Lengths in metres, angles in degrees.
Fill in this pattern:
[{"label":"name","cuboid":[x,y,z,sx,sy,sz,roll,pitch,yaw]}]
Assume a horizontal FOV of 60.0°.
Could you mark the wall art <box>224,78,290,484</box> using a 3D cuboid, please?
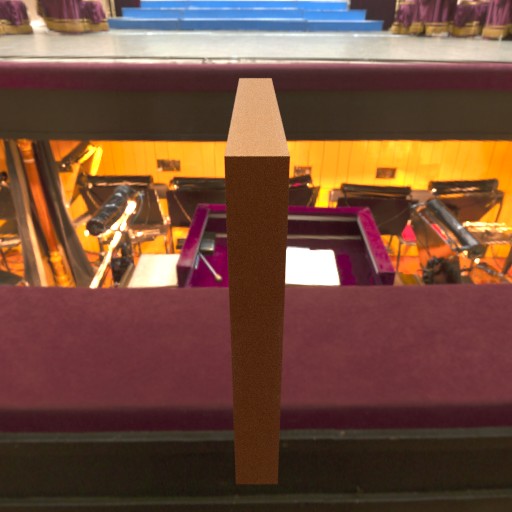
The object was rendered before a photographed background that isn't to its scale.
[{"label":"wall art","cuboid":[0.000,0.000,0.461,0.038,0.305,0.306,0,30,0]}]
